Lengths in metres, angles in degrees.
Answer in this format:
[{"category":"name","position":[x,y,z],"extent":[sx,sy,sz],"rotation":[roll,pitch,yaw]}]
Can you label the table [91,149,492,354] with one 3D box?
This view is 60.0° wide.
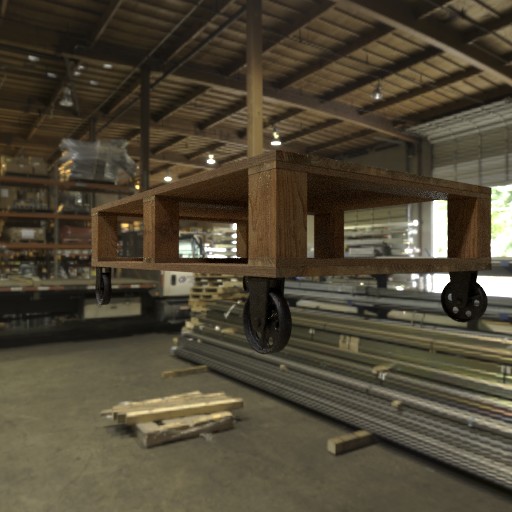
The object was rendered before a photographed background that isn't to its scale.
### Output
[{"category":"table","position":[0.000,0.000,1.632],"extent":[0.827,0.413,1.299],"rotation":[0,0,-35]}]
